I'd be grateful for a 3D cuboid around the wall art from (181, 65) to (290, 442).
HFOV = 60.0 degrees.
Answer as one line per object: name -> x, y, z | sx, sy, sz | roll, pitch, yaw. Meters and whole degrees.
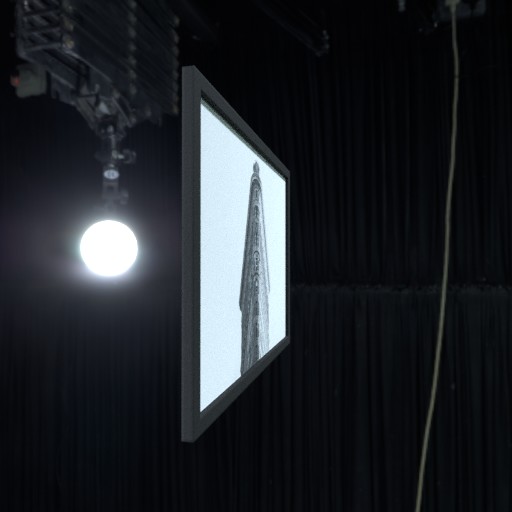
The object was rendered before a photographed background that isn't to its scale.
wall art -> 0.000, 0.000, 1.245 | 0.049, 0.659, 0.964 | 0, -1, 16
